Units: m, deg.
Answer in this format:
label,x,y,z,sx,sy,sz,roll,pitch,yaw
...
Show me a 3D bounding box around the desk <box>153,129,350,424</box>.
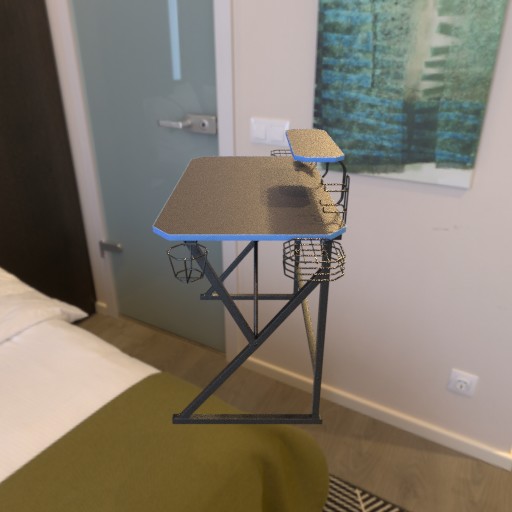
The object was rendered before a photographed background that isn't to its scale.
label,x,y,z,sx,sy,sz,roll,pitch,yaw
desk,0.000,0.000,1.780,0.594,0.909,1.295,0,25,0
